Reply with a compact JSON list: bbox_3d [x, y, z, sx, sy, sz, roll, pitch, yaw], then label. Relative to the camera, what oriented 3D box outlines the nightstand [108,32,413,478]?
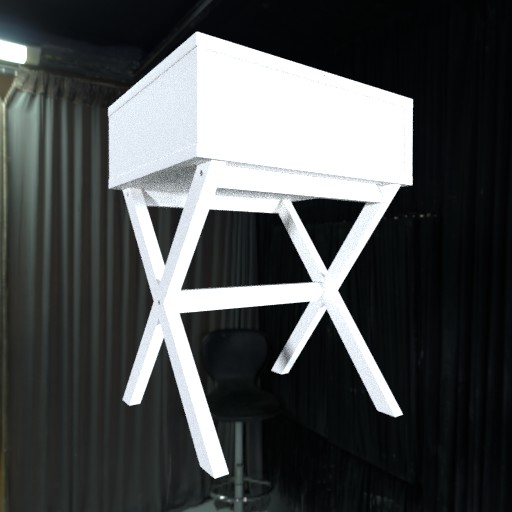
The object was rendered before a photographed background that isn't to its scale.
[{"bbox_3d":[0.000,0.000,0.911,0.479,0.623,0.402,-1,1,-35],"label":"nightstand"}]
